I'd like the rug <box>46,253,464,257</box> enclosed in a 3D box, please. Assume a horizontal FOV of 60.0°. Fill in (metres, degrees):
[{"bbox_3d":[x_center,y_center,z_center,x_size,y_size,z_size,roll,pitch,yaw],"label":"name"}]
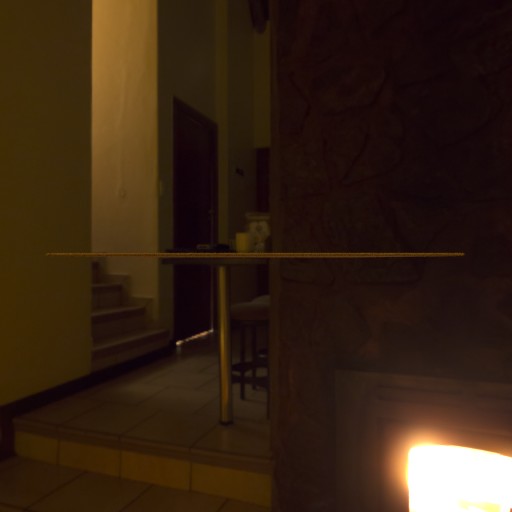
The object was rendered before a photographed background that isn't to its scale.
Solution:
[{"bbox_3d":[0.000,0.000,4.098,2.441,0.016,3.050,0,0,0],"label":"rug"}]
